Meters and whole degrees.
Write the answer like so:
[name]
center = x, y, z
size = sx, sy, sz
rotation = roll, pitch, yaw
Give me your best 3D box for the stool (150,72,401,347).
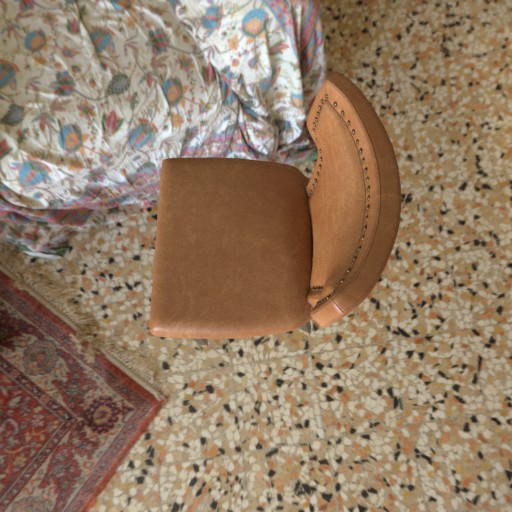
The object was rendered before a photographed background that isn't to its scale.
[stool]
center = 0.000, 0.000, 1.370
size = 0.563, 1.092, 0.526
rotation = 1, 75, 0
